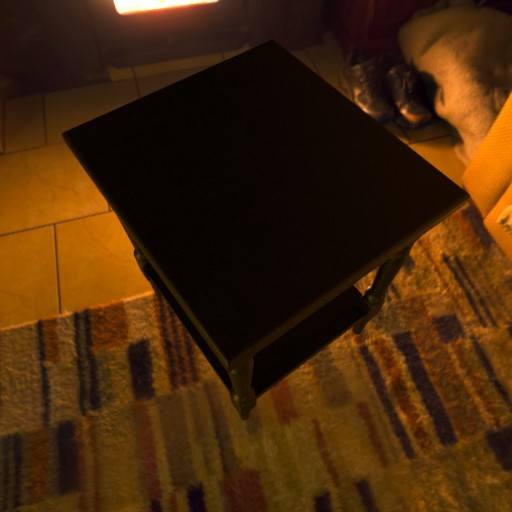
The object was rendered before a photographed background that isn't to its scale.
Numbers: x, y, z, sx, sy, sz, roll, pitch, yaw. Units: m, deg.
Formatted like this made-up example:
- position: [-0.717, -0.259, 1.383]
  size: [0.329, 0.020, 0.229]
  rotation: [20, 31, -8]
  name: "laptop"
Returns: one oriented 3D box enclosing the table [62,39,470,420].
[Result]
- position: [0.000, 0.000, 0.935]
  size: [0.442, 0.565, 0.488]
  rotation: [-32, 64, -18]
  name: "table"
